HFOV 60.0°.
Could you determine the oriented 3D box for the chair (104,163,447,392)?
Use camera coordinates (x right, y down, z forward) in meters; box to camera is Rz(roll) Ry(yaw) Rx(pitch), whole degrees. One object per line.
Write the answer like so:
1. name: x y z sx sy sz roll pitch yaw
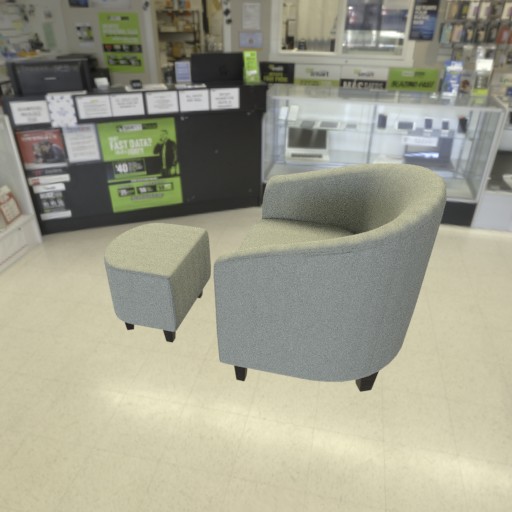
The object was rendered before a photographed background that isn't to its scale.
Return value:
1. chair: 0.000 0.000 1.769 1.288 0.757 0.756 8 32 13
